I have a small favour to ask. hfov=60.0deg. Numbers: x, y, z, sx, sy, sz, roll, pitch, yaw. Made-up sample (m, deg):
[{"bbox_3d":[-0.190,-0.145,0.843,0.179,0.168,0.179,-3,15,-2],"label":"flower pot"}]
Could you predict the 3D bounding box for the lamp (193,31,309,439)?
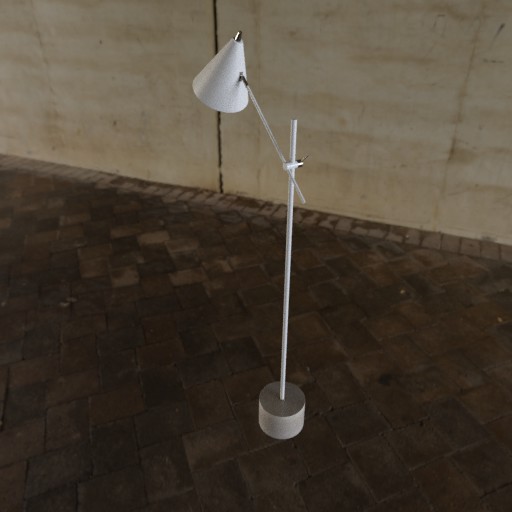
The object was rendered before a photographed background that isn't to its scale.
[{"bbox_3d":[0.000,0.000,1.582,0.223,1.430,0.508,-19,35,-28],"label":"lamp"}]
